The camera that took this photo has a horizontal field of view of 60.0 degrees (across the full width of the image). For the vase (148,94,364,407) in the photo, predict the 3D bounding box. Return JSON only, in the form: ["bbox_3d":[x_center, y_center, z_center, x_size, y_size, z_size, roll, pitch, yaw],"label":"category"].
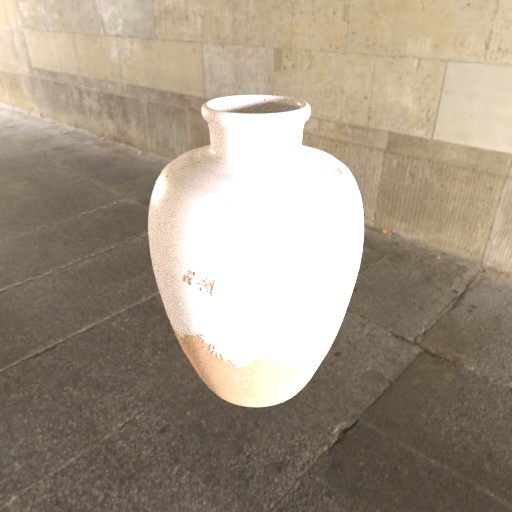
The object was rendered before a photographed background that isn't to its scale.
[{"bbox_3d":[0.000,0.000,0.345,0.158,0.228,0.158,0,29,0],"label":"vase"}]
